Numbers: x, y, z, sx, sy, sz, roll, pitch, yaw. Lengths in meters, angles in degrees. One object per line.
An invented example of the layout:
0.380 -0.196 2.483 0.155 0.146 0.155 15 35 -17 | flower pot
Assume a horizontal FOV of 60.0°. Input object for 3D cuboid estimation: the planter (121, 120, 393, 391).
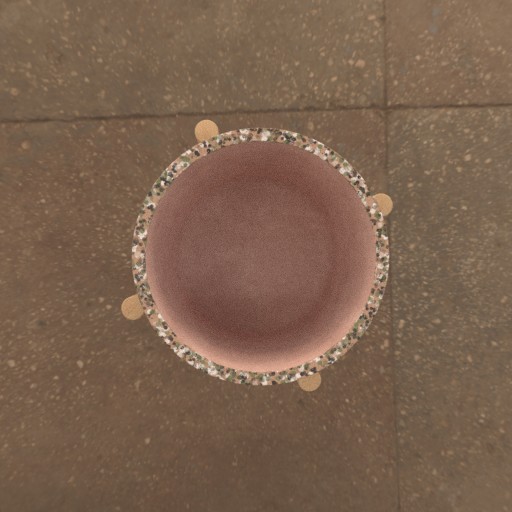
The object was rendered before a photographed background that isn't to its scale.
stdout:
0.000 0.000 0.541 0.284 0.320 0.284 0 90 -2 | planter
